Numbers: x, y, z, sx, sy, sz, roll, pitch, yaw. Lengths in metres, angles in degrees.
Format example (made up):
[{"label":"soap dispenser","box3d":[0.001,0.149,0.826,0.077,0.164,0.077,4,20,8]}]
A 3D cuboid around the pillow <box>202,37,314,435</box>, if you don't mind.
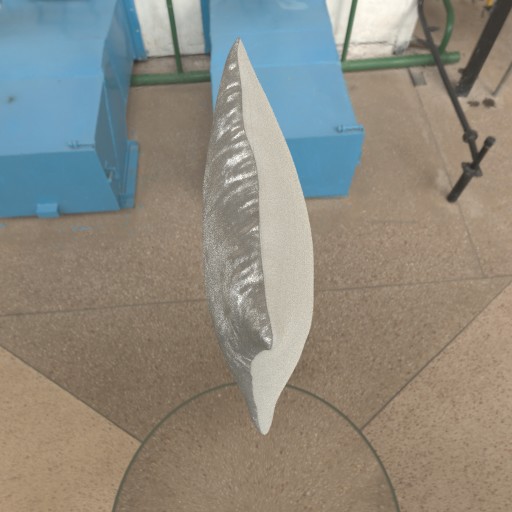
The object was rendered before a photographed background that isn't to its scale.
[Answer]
[{"label":"pillow","box3d":[0.000,0.000,0.718,0.175,0.464,0.470,-3,59,-2]}]
